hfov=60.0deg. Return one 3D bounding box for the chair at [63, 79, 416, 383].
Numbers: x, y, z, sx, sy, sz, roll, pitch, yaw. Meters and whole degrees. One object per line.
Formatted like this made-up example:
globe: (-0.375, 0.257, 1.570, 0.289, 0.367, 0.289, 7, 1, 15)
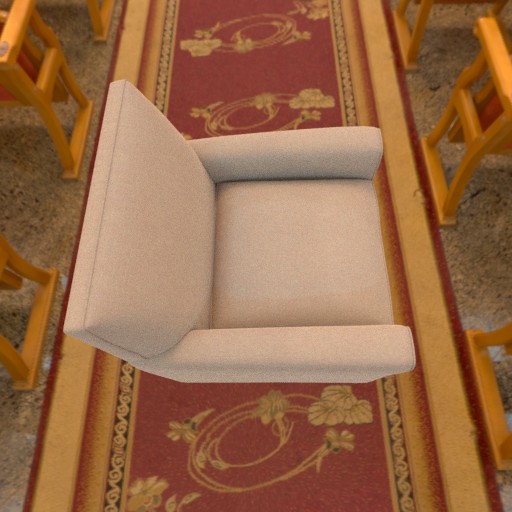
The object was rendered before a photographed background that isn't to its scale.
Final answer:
chair: (0.000, 0.000, 1.523, 0.871, 0.846, 0.840, 0, 65, 0)
